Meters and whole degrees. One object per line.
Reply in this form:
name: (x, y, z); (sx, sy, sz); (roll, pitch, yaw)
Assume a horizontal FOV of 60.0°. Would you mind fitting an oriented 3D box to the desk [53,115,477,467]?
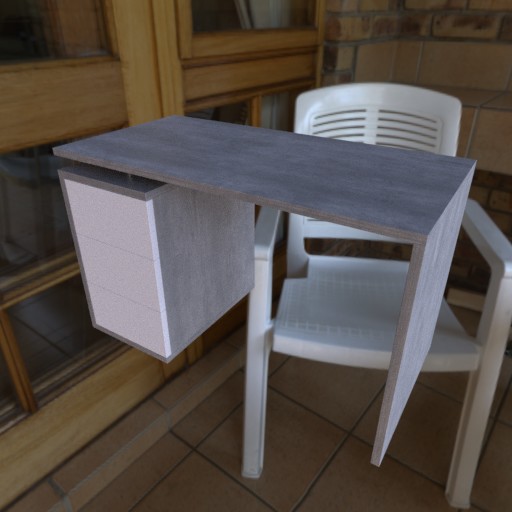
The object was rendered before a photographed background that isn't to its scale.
desk: (0.000, 0.000, 1.578); (1.200, 0.740, 0.600); (17, 34, 28)
